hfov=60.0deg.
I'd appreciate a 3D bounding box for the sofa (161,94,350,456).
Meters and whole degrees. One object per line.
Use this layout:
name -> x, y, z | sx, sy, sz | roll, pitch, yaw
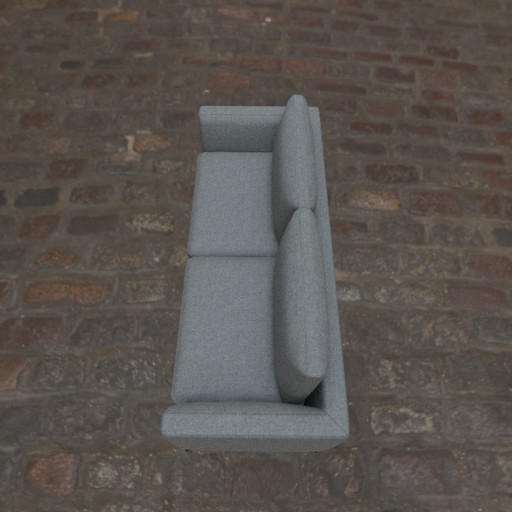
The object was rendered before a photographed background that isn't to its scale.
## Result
sofa -> 0.000, 0.000, 2.753 | 0.869, 1.002, 2.212 | 1, 58, 0
